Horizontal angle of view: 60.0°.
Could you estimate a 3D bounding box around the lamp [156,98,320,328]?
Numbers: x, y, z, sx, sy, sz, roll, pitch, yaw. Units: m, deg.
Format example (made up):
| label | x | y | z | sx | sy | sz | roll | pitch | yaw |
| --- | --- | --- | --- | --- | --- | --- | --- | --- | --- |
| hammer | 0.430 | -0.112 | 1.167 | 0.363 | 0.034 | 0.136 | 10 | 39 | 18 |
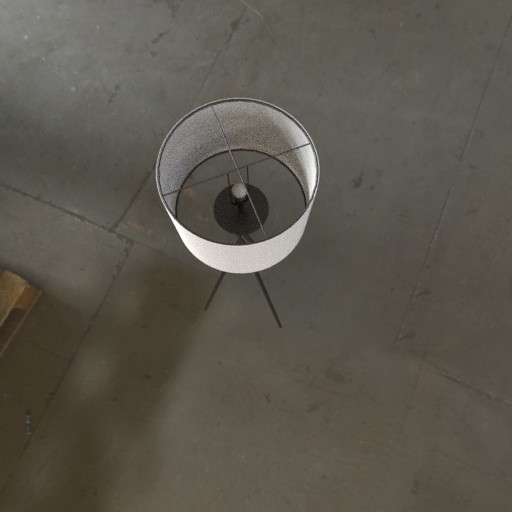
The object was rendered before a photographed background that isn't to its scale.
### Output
| label | x | y | z | sx | sy | sz | roll | pitch | yaw |
| --- | --- | --- | --- | --- | --- | --- | --- | --- | --- |
| lamp | 0.000 | 0.000 | 1.944 | 0.667 | 1.624 | 0.522 | -21 | 75 | -6 |
